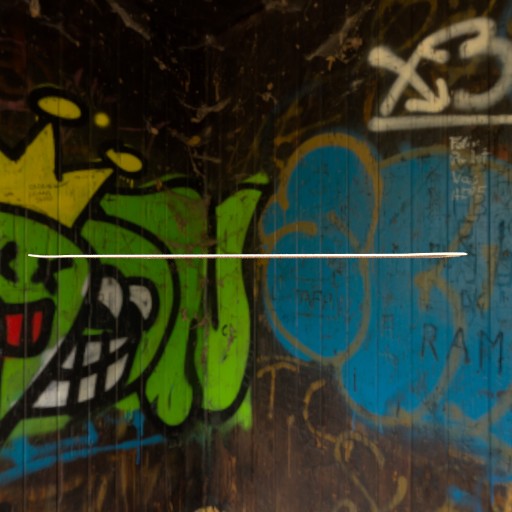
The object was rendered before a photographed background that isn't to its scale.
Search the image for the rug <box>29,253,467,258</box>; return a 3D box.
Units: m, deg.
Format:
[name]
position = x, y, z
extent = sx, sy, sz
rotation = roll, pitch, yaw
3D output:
[rug]
position = 0.000, 0.000, 2.444
extent = 1.947, 0.023, 1.214
rotation = 0, -1, 16
